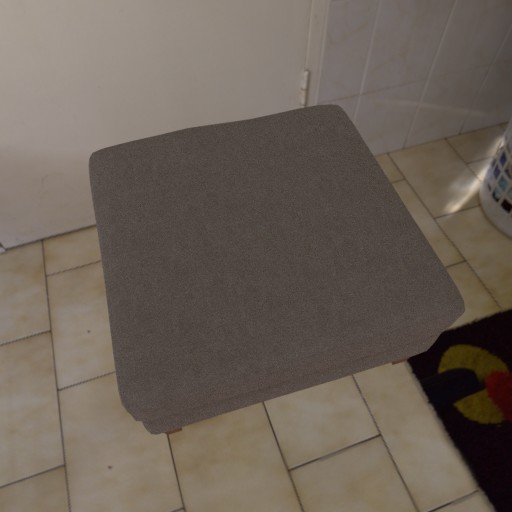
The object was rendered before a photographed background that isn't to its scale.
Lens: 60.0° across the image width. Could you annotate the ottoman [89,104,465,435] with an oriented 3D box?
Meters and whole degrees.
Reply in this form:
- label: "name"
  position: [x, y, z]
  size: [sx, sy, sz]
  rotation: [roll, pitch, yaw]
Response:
- label: "ottoman"
  position: [0.000, 0.000, 1.412]
  size: [0.881, 0.482, 0.861]
  rotation: [-14, 57, -9]
